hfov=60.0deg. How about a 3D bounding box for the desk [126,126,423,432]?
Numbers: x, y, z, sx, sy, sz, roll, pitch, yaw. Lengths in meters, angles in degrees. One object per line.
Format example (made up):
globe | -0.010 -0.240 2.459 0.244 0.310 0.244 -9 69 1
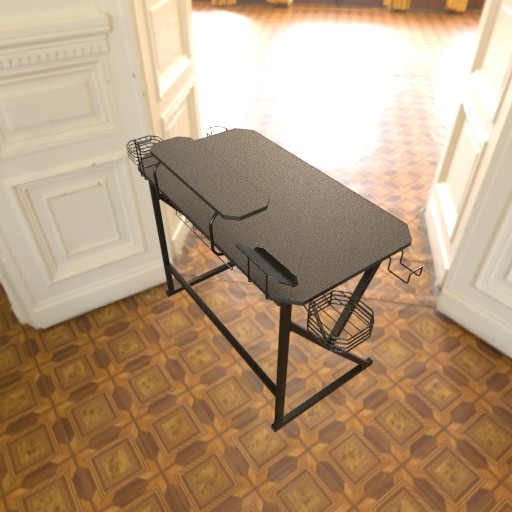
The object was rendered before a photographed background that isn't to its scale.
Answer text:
desk | 0.000 0.000 1.725 0.580 0.880 1.290 -25 47 -26
